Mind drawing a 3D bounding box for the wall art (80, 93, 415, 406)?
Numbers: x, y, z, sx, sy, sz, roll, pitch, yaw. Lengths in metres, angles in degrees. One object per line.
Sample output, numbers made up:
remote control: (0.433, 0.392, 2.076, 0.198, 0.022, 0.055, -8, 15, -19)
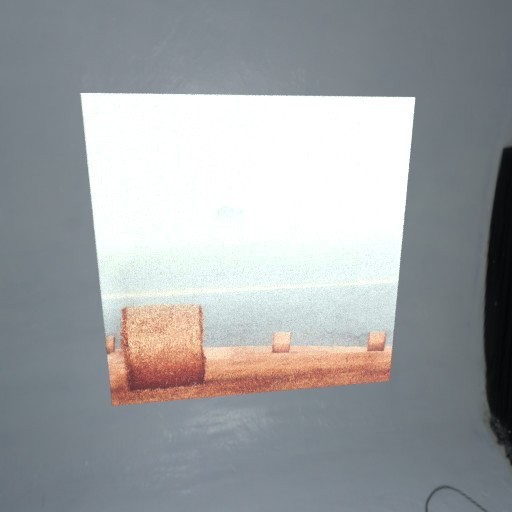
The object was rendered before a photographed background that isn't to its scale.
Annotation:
wall art: (0.000, 0.000, 1.116, 0.760, 0.760, 0.042, -2, 16, -9)
